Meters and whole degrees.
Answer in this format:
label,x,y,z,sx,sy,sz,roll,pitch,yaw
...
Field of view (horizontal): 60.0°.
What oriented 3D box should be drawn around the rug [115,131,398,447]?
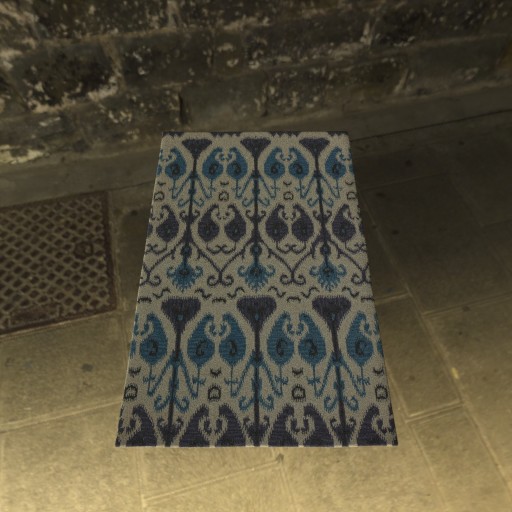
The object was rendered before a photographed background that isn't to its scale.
label,x,y,z,sx,sy,sz,roll,pitch,yaw
rug,0.000,0.000,2.117,1.072,0.013,1.698,0,58,0
